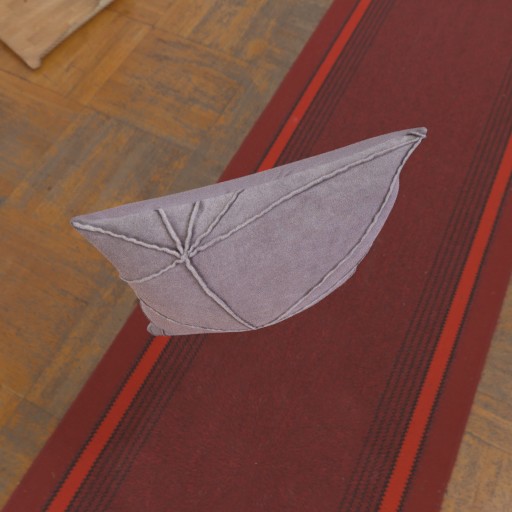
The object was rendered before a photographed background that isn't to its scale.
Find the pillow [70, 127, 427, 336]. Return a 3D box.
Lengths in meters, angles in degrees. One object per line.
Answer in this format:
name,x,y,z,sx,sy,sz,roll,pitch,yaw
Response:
pillow,0.000,0.000,0.696,0.439,0.440,0.185,-16,66,-8
